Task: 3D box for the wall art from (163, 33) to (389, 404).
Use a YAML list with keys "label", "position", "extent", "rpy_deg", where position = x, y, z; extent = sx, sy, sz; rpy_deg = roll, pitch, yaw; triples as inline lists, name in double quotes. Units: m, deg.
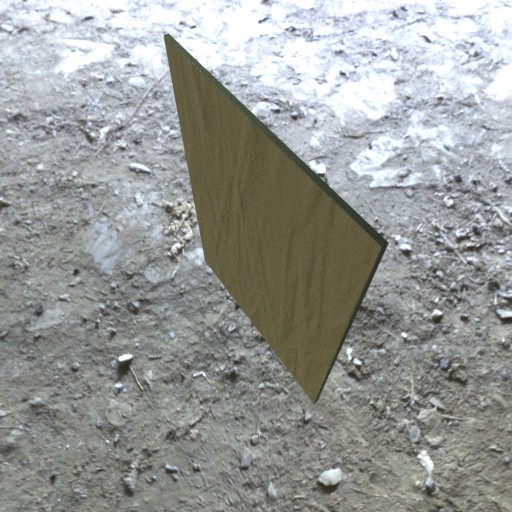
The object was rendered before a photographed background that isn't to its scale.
- label: "wall art"
  position: [0.000, 0.000, 1.450]
  extent: [0.016, 1.116, 0.810]
  rpy_deg: [-31, 63, -18]
